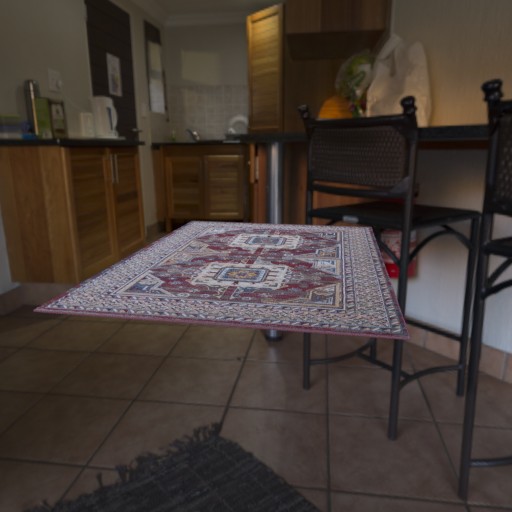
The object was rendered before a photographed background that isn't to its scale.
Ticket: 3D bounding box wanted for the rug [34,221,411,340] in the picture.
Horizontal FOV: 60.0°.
[{"bbox_3d":[0.000,0.000,2.873,1.599,0.011,2.210,3,15,10],"label":"rug"}]
